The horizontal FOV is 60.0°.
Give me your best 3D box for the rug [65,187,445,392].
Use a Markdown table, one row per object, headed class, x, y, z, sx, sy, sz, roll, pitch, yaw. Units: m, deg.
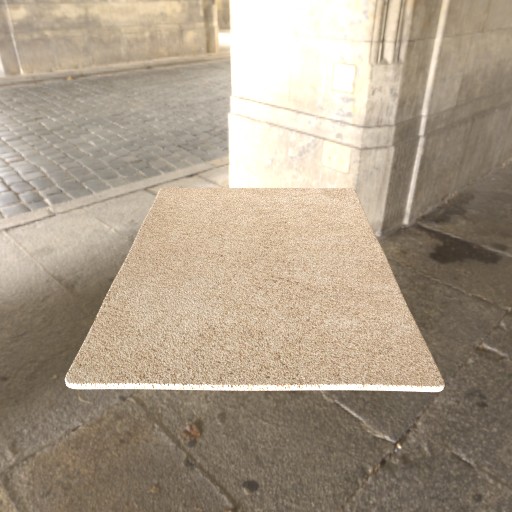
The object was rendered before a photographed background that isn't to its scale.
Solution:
| class | x | y | z | sx | sy | sz | roll | pitch | yaw |
| --- | --- | --- | --- | --- | --- | --- | --- | --- | --- |
| rug | 0.000 | 0.000 | 2.067 | 1.199 | 0.025 | 1.600 | 0 | 31 | 0 |
